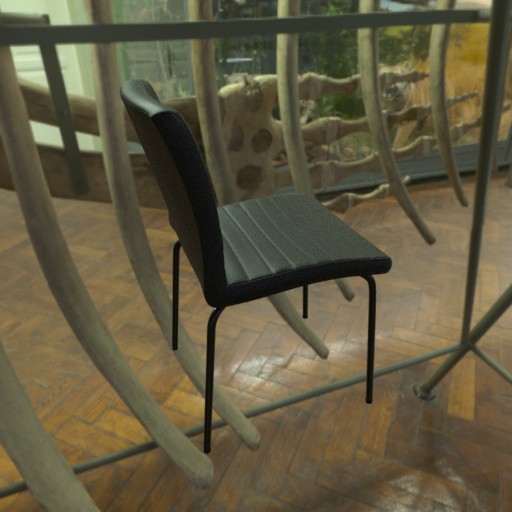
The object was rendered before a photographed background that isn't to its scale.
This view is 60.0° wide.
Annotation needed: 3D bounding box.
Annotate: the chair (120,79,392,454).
[{"bbox_3d":[0.000,0.000,1.179,0.572,0.872,0.450,-11,32,-18],"label":"chair"}]
